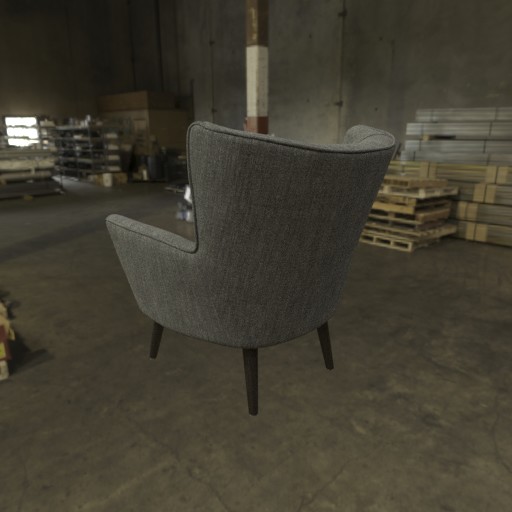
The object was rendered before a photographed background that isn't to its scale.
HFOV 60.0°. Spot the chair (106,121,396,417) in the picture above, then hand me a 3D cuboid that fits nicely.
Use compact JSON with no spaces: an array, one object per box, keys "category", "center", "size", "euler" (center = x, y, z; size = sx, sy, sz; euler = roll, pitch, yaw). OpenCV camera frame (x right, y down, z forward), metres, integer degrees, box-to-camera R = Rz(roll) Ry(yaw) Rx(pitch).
[{"category":"chair","center":[0.000,0.000,1.635],"size":[0.781,0.933,0.888],"euler":[-15,21,-42]}]
